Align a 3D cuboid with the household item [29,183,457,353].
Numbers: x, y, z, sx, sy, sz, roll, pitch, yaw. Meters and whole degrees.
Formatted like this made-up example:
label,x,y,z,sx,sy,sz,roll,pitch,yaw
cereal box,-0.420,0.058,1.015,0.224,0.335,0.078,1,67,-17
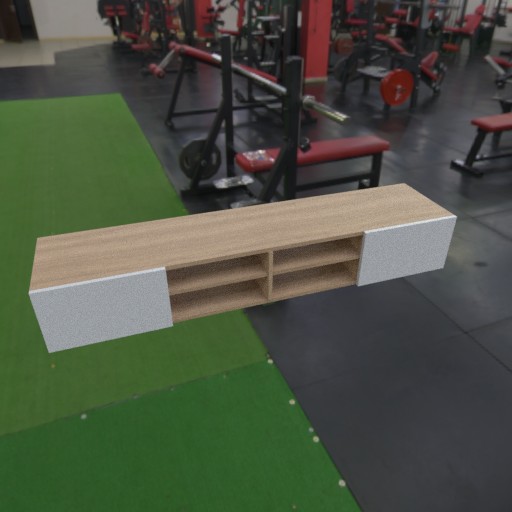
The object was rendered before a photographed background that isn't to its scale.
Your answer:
label,x,y,z,sx,sy,sz,roll,pitch,yaw
household item,0.000,0.000,2.078,1.850,0.310,0.420,-10,34,-16
